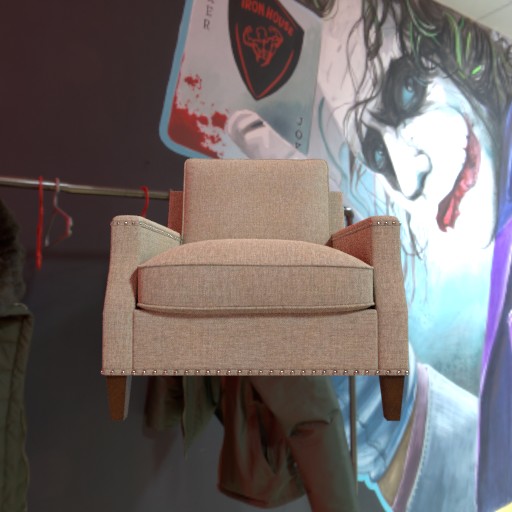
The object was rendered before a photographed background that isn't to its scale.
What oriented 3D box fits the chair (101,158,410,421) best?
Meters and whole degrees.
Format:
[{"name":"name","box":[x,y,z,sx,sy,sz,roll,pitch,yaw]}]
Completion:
[{"name":"chair","box":[0.000,0.000,1.695,0.853,0.943,1.014,0,-2,0]}]
